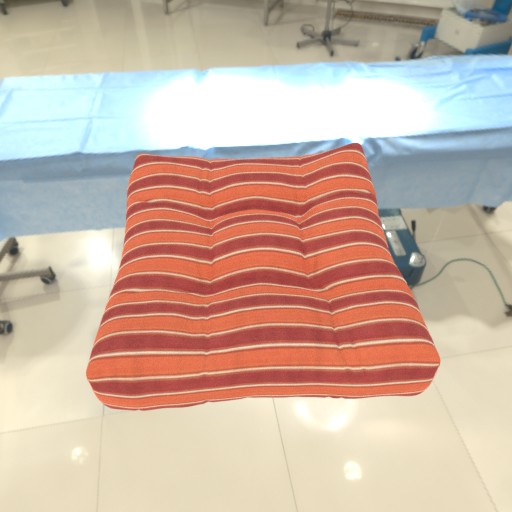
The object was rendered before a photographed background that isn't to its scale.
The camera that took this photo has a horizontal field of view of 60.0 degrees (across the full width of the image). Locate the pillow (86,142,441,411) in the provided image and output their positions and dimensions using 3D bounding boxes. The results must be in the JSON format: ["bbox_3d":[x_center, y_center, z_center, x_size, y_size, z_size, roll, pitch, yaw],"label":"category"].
[{"bbox_3d":[0.000,0.000,0.737,0.468,0.133,0.490,-2,47,-2],"label":"pillow"}]
